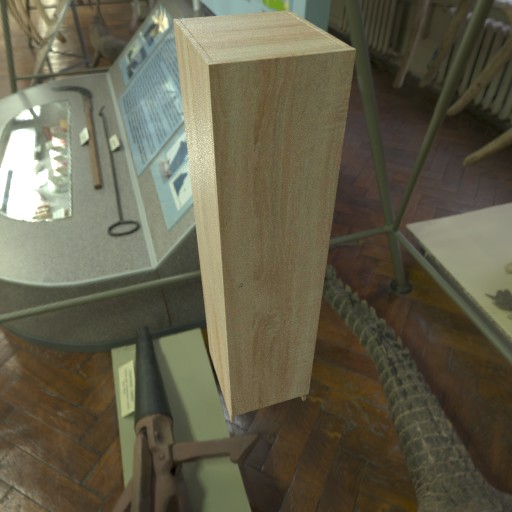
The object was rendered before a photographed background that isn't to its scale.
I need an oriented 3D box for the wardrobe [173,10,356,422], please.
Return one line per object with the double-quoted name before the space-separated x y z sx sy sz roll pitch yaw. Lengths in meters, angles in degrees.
"wardrobe" 0.000 0.000 2.286 0.496 2.117 0.588 -12 42 -14
